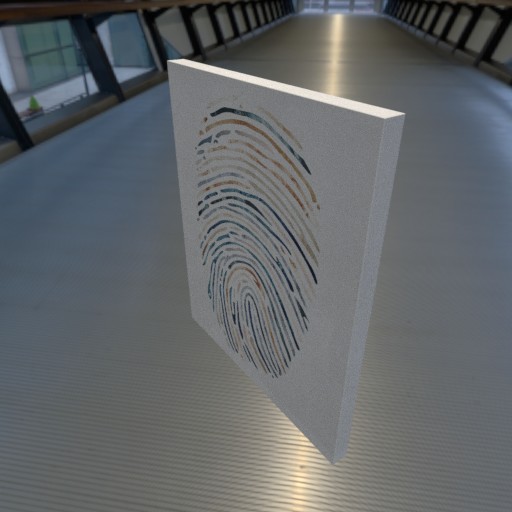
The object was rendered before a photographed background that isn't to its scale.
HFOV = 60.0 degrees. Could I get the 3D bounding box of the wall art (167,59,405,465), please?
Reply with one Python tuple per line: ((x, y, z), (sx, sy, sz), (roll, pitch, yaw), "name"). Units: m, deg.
((0.000, 0.000, 0.809), (0.037, 0.606, 0.508), (-21, 37, -30), "wall art")
